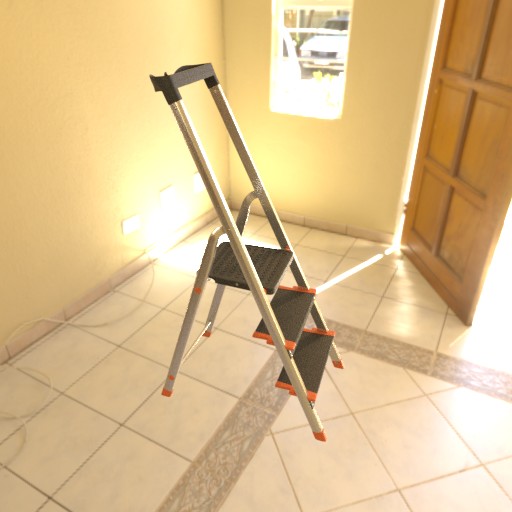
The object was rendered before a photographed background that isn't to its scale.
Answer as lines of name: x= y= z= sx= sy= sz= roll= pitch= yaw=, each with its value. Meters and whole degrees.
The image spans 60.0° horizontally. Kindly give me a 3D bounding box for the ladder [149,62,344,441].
ladder: x=0.000 y=0.000 z=1.585 sx=0.686 sy=1.229 sz=0.416 roll=10 pitch=32 yaw=16
